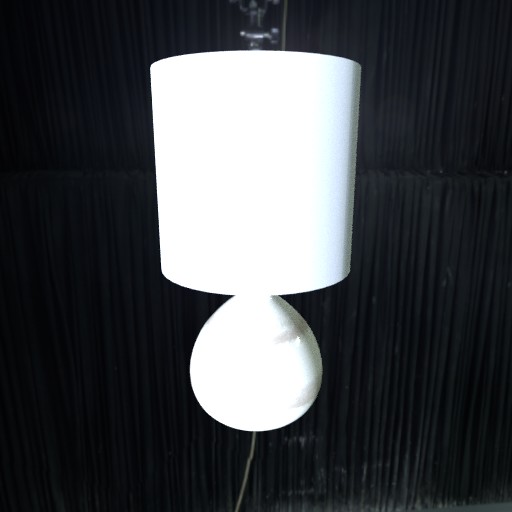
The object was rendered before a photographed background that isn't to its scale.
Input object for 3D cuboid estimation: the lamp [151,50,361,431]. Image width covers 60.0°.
[{"bbox_3d":[0.000,0.000,0.518,0.217,0.404,0.217,-3,15,-10],"label":"lamp"}]
